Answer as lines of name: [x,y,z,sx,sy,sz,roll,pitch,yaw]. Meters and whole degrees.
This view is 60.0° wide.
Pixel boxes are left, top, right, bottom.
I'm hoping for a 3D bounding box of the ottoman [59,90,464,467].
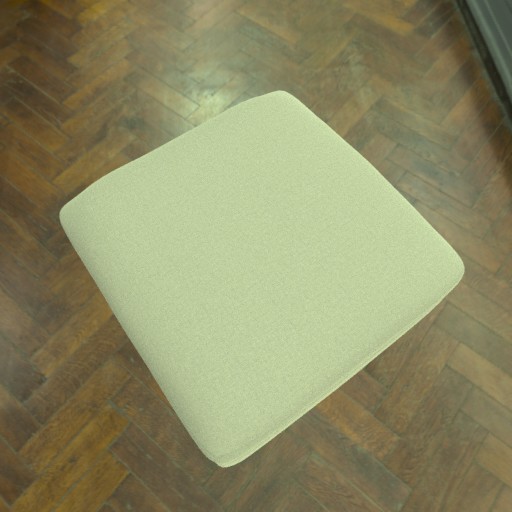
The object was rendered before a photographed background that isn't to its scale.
ottoman: [0.000,0.000,1.526,0.977,0.467,0.996,-33,68,-15]
